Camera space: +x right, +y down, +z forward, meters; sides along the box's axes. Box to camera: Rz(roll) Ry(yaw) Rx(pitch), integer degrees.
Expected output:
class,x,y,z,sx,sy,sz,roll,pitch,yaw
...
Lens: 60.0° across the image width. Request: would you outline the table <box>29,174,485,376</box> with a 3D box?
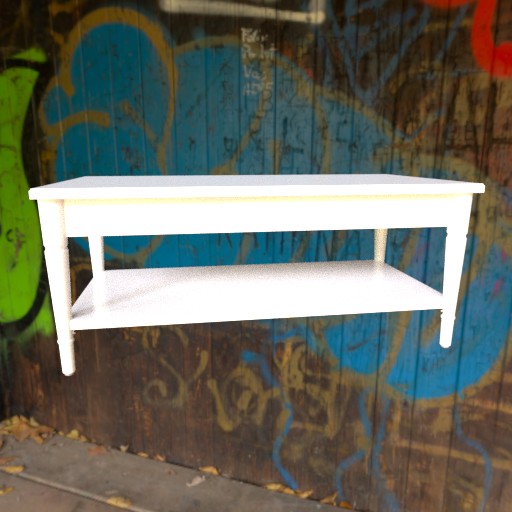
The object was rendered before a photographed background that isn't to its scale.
class,x,y,z,sx,sy,sz,roll,pitch,yaw
table,0.000,0.000,1.342,1.067,0.457,0.559,-2,13,-9
